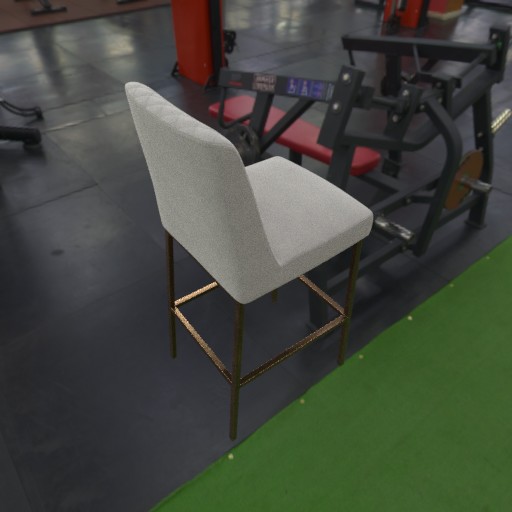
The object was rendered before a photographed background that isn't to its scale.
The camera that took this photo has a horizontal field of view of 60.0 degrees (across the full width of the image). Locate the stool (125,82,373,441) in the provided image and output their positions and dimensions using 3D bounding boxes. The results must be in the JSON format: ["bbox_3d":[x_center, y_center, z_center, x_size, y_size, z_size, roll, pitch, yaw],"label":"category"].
[{"bbox_3d":[0.000,0.000,1.394,0.546,1.084,0.462,-26,47,-27],"label":"stool"}]
